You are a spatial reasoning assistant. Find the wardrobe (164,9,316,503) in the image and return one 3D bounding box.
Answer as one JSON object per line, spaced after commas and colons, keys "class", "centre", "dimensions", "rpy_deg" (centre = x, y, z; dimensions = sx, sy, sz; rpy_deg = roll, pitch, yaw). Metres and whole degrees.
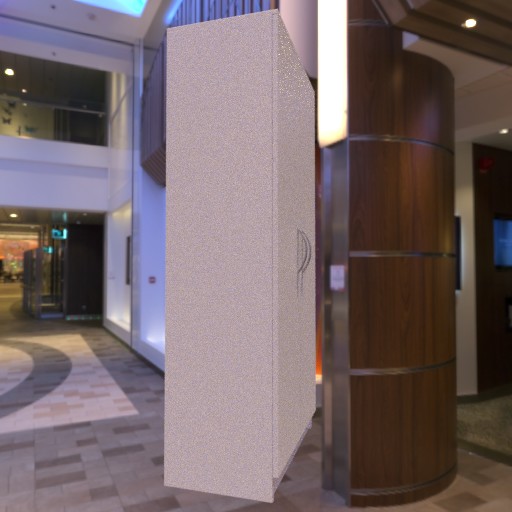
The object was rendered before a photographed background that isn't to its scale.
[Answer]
{"class": "wardrobe", "centre": [0.000, 0.000, 1.941], "dimensions": [0.470, 1.700, 0.760], "rpy_deg": [-1, -2, 17]}
